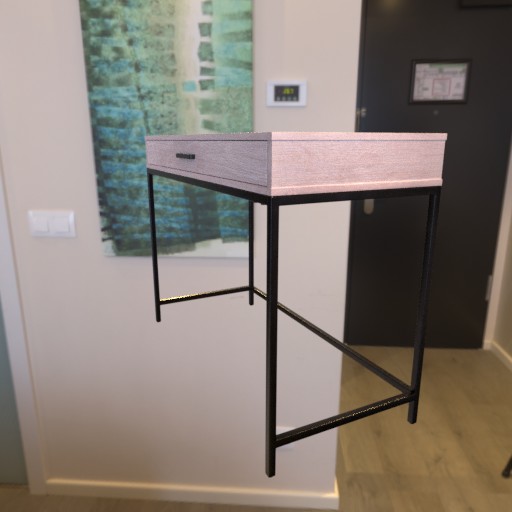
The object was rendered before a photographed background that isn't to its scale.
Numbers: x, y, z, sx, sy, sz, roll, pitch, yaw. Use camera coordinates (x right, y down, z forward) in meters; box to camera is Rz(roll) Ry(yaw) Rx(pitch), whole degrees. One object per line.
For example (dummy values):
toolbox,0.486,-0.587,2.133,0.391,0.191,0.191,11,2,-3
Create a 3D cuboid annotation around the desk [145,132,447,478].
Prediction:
desk,0.000,0.000,1.447,0.470,0.762,1.016,-7,16,-26
